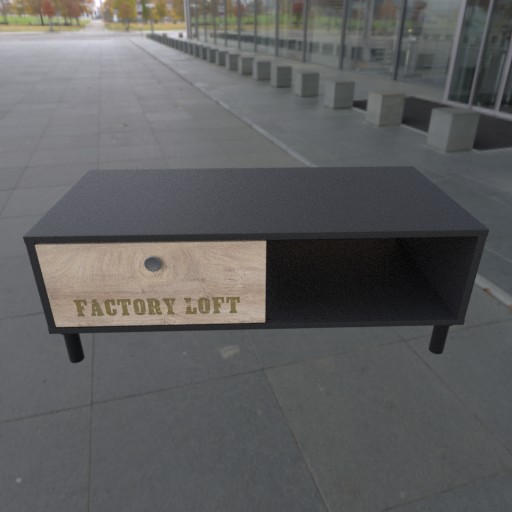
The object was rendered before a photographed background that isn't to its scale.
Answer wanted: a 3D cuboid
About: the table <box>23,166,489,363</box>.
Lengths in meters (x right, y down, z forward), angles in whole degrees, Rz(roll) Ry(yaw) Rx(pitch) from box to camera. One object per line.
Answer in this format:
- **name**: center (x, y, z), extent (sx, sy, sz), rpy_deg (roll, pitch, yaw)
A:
- **table**: center (0.000, 0.000, 1.369), extent (1.100, 0.400, 0.550), rpy_deg (-1, 28, -2)
